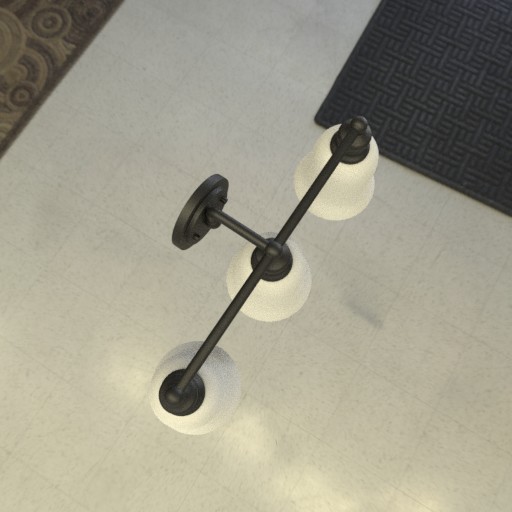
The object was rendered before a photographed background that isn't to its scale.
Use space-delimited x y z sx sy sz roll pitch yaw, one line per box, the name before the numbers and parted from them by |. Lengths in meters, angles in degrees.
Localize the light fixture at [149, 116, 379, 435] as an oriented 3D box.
light fixture | 0.000 0.000 0.656 0.198 0.211 0.570 33 79 7
